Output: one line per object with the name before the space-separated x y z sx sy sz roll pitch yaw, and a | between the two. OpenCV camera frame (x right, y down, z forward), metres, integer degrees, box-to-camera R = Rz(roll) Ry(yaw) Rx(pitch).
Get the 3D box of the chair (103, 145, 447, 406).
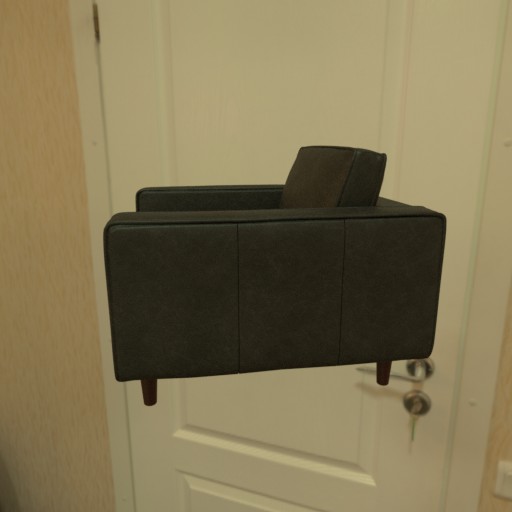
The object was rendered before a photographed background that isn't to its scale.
chair | 0.000 0.000 1.578 0.914 0.763 0.889 -2 14 -9
